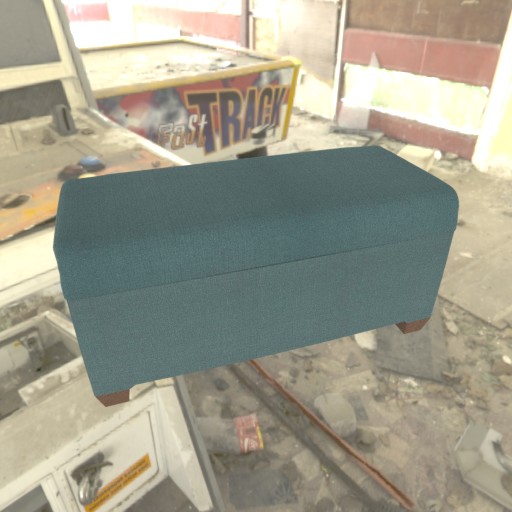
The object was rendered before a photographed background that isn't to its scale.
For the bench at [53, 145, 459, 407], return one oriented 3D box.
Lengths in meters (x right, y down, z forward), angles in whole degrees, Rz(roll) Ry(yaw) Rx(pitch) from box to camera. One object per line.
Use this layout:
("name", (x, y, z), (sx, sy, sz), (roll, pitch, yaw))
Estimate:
("bench", (0.000, 0.000, 1.283), (0.995, 0.474, 0.476), (-10, 34, -15))
